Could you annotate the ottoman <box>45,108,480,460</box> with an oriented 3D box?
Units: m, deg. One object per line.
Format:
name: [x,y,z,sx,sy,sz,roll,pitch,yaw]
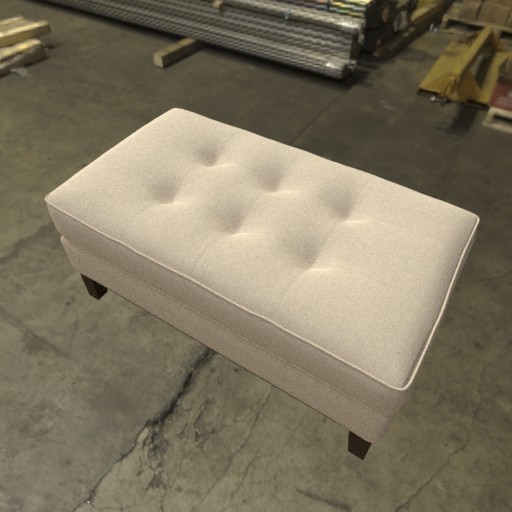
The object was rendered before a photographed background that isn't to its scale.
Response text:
ottoman: [0.000,0.000,1.427,1.143,0.508,0.648,25,52,21]
